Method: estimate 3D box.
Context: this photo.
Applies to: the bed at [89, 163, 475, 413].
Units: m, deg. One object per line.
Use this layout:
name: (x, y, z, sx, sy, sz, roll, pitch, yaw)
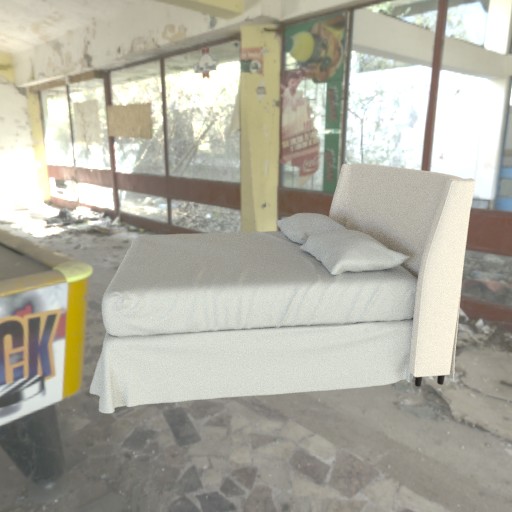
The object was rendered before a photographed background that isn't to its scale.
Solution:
bed: (0.000, 0.000, 3.421, 2.276, 1.332, 1.925, -2, 15, -8)
